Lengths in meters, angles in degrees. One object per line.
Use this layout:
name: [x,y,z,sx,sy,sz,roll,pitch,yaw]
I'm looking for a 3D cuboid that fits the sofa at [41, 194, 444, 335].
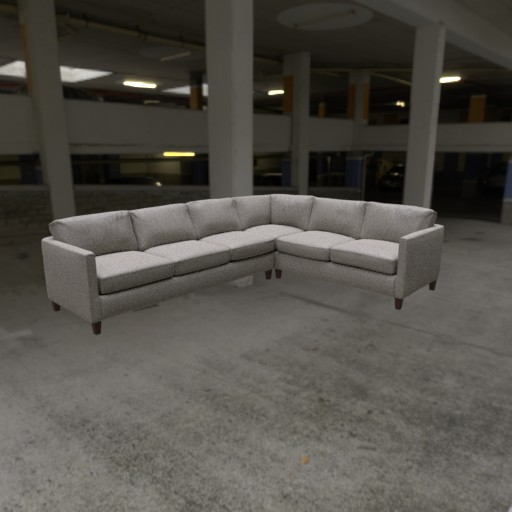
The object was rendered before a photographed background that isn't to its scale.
sofa: [0.000,0.000,4.534,2.593,0.947,3.302,13,19,42]
